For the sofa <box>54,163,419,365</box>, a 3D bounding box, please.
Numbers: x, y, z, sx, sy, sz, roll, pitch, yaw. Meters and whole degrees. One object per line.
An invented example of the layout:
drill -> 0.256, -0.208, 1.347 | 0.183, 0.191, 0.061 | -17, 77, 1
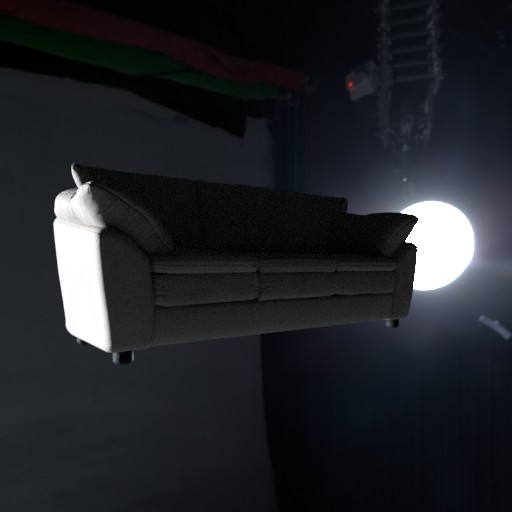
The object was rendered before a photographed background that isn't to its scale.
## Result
sofa -> 0.000, 0.000, 2.830 | 2.334, 0.996, 0.878 | 1, -1, -36
